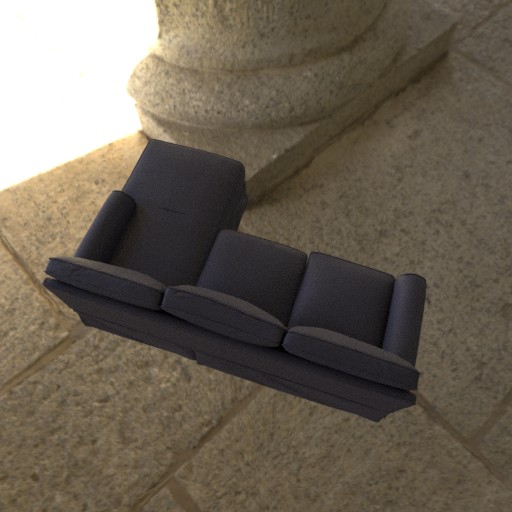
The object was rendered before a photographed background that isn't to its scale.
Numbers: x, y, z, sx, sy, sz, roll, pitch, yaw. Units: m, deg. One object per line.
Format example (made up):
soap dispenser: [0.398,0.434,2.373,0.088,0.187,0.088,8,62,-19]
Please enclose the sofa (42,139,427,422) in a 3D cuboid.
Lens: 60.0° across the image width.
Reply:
sofa: [0.000,0.000,3.383,2.518,1.039,1.637,16,65,8]
